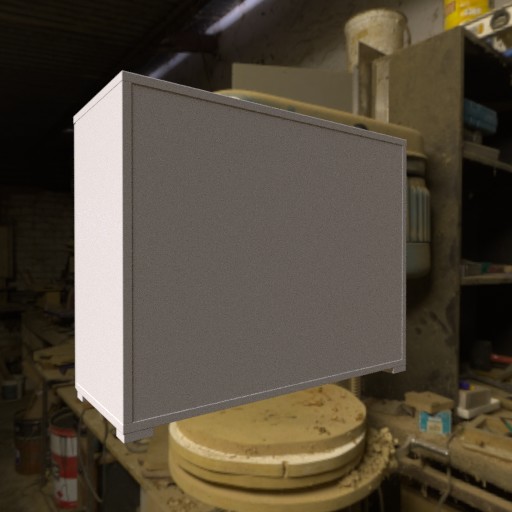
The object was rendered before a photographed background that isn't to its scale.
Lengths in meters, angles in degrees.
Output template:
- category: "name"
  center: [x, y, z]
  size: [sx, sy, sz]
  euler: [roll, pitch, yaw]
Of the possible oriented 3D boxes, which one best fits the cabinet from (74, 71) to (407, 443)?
- category: "cabinet"
  center: [0.000, 0.000, 1.405]
  size: [1.000, 0.800, 0.400]
  euler: [0, 1, -36]
